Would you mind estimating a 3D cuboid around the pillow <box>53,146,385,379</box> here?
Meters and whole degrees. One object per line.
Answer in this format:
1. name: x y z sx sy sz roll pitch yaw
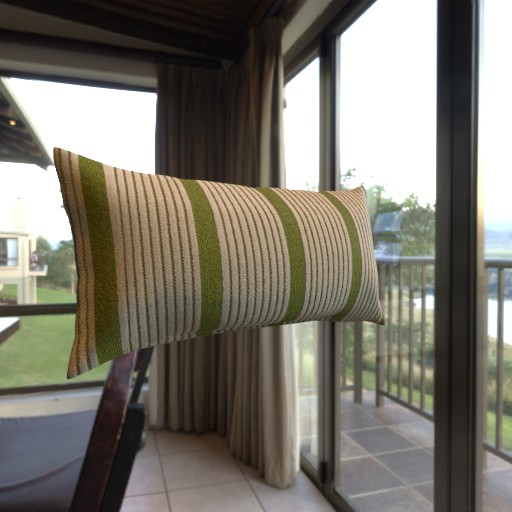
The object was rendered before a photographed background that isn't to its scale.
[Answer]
1. pillow: 0.000 0.000 0.733 0.608 0.292 0.156 -1 2 -36
